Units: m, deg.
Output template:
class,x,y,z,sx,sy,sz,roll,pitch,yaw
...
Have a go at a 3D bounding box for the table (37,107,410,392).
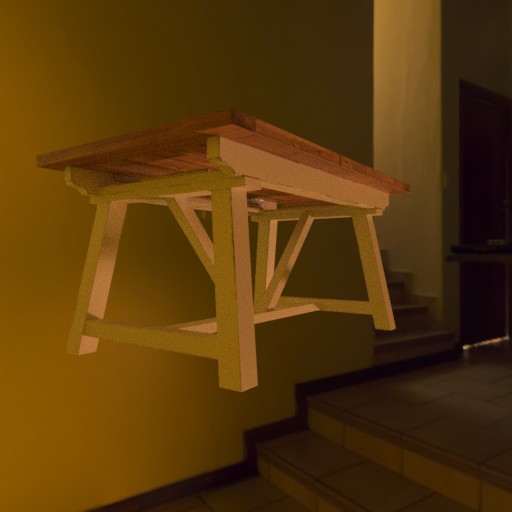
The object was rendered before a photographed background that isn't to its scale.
class,x,y,z,sx,sy,sz,roll,pitch,yaw
table,0.000,0.000,1.985,0.922,0.743,1.503,0,0,35
